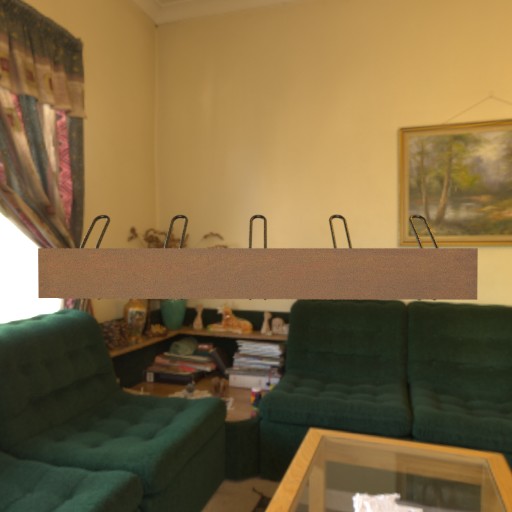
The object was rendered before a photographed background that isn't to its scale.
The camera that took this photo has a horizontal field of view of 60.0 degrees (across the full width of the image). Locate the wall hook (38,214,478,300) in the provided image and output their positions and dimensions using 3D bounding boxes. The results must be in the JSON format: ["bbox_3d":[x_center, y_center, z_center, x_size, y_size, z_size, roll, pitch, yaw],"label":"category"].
[{"bbox_3d":[0.000,0.000,0.596,0.554,0.116,0.076,0,1,1],"label":"wall hook"}]
